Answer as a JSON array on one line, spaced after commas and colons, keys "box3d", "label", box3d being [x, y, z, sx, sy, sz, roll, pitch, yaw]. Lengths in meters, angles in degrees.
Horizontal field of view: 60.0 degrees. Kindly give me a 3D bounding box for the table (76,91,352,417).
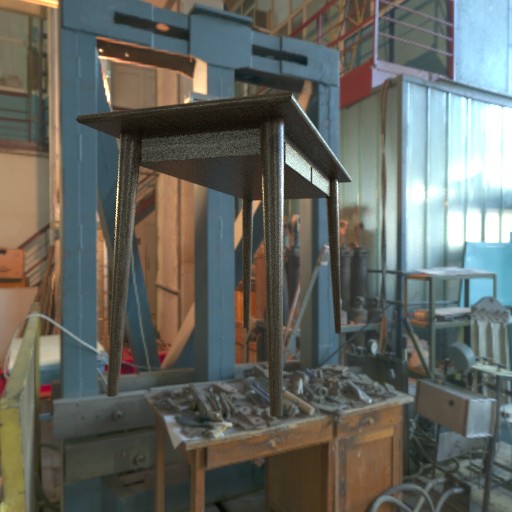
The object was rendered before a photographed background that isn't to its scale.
[{"box3d": [0.000, 0.000, 1.729, 0.599, 0.780, 1.300, 0, 1, 18], "label": "table"}]
